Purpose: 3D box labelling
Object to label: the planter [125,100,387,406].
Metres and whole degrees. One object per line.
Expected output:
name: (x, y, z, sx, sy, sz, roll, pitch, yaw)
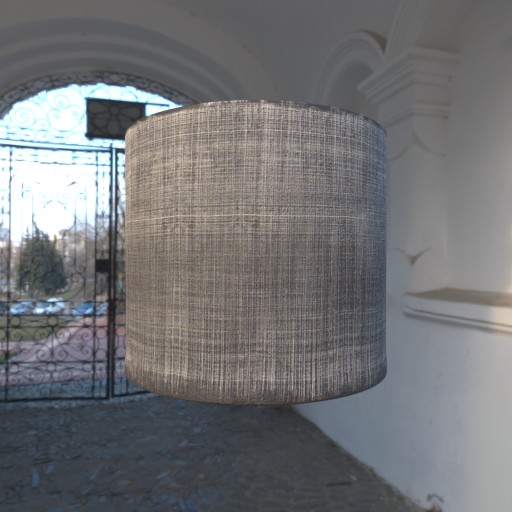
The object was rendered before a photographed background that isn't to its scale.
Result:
planter: (0.000, 0.000, 0.313, 0.178, 0.157, 0.178, 0, 0, 0)
